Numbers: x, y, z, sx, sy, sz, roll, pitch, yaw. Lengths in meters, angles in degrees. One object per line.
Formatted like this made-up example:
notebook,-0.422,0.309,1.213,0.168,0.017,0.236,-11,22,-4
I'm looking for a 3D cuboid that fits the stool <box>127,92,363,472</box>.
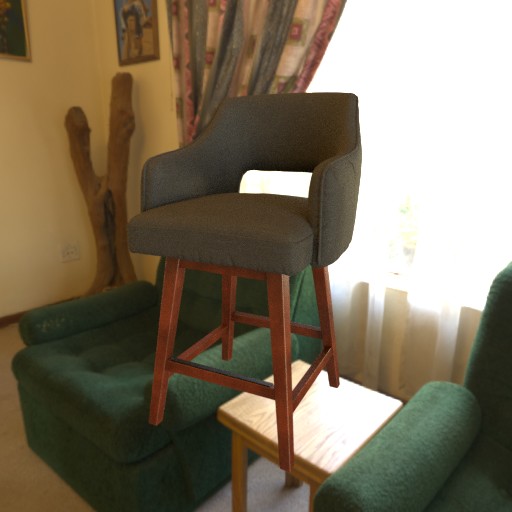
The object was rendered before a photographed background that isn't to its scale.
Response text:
stool,0.000,0.000,1.259,0.548,0.912,0.558,7,17,25
